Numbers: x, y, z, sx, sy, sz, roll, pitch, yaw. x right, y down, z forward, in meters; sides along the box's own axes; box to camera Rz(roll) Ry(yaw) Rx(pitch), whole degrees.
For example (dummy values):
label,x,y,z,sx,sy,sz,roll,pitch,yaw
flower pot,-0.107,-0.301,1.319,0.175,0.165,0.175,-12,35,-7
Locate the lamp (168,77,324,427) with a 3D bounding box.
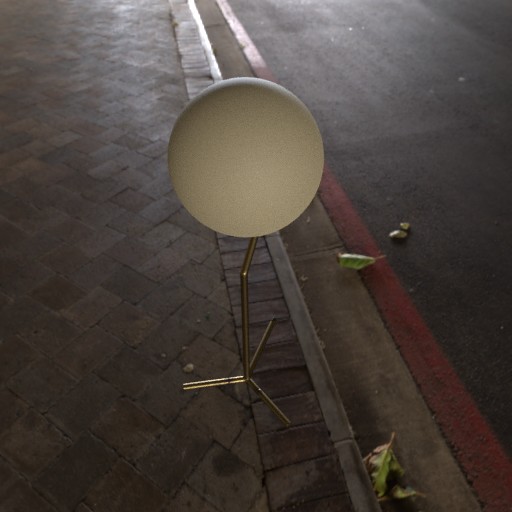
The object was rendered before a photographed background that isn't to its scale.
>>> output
label,x,y,z,sx,sy,sz,roll,pitch,yaw
lamp,0.000,0.000,0.680,0.210,0.552,0.251,15,44,16
